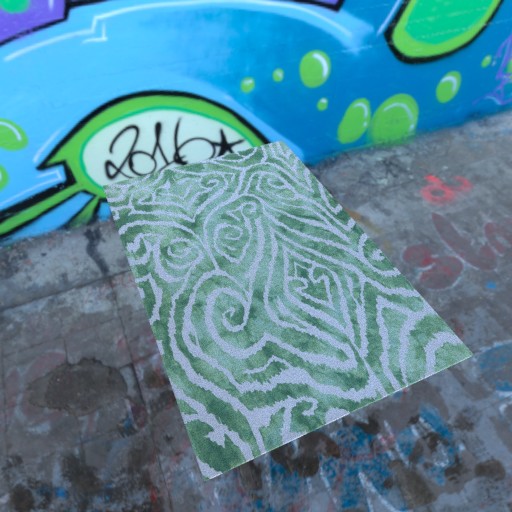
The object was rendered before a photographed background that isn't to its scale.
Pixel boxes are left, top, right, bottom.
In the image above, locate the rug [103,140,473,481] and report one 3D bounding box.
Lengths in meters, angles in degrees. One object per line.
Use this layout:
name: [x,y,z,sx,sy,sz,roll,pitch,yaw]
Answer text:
rug: [0.000,0.000,2.295,1.220,0.006,1.826,-18,50,-16]
